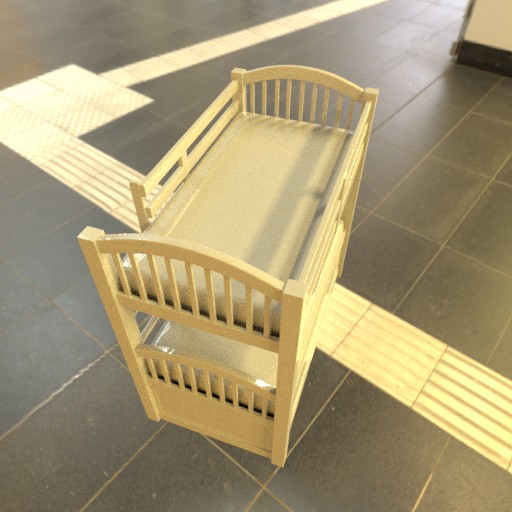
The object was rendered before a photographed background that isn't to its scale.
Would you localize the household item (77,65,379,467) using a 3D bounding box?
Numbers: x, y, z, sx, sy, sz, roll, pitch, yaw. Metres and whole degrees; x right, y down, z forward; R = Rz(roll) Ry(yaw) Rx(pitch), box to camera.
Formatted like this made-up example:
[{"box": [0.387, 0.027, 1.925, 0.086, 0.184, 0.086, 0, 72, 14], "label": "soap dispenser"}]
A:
[{"box": [0.000, 0.000, 3.282, 1.143, 2.032, 2.032, 14, 47, 14], "label": "household item"}]
